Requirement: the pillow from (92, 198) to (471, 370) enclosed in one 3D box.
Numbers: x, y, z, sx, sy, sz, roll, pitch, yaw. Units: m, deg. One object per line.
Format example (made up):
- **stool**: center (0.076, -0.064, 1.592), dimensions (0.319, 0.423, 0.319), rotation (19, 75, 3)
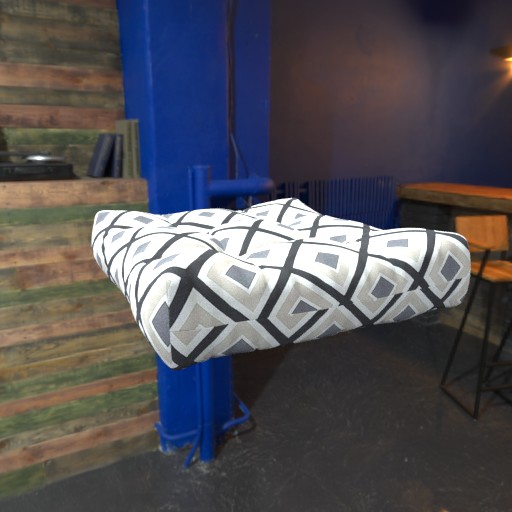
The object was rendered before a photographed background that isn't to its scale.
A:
- **pillow**: center (0.000, 0.000, 0.737), dimensions (0.468, 0.128, 0.490), rotation (-7, 16, -26)
